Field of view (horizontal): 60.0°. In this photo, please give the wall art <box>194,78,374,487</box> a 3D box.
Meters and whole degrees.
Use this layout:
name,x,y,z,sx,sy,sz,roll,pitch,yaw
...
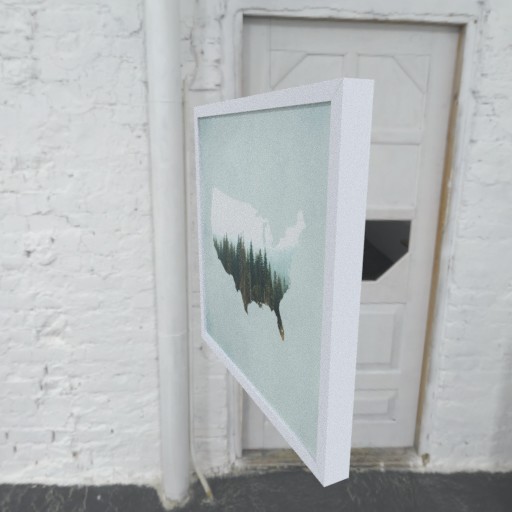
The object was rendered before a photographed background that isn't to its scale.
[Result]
name,x,y,z,sx,sy,sz,roll,pitch,yaw
wall art,0.000,0.000,0.754,0.040,0.509,0.509,-7,16,-24
